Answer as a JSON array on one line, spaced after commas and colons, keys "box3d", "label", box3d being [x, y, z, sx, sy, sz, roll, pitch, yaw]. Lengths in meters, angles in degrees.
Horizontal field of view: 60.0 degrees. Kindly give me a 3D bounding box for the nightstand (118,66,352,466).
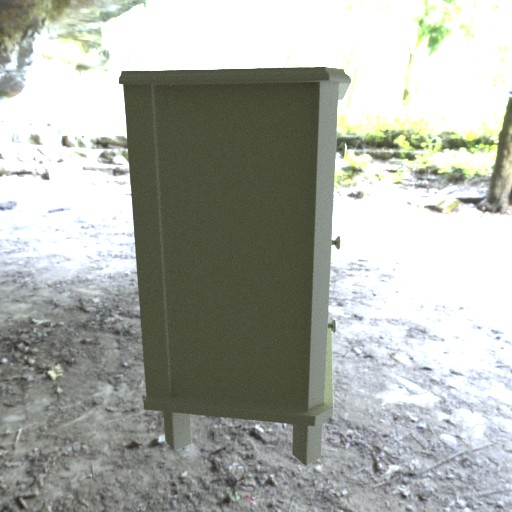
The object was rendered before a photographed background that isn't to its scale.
[{"box3d": [0.000, 0.000, 0.933, 0.351, 0.681, 0.435, 2, 16, 9], "label": "nightstand"}]
